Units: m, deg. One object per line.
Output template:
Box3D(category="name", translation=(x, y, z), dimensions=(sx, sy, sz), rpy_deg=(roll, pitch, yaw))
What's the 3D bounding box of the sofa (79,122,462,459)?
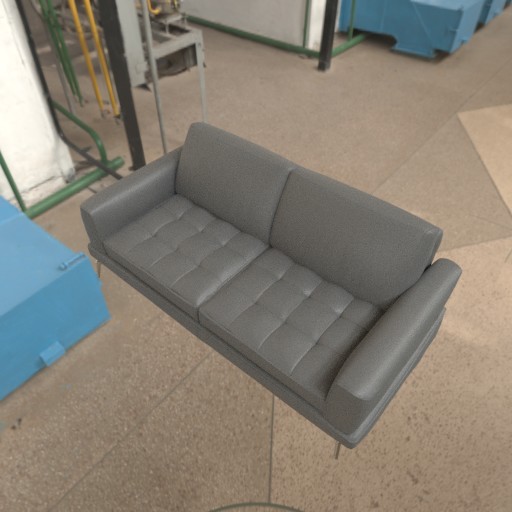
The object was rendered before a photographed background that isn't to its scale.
Box3D(category="sofa", translation=(0.000, 0.000, 2.739), dimensions=(2.177, 0.930, 1.121), rpy_deg=(31, 53, 27))
